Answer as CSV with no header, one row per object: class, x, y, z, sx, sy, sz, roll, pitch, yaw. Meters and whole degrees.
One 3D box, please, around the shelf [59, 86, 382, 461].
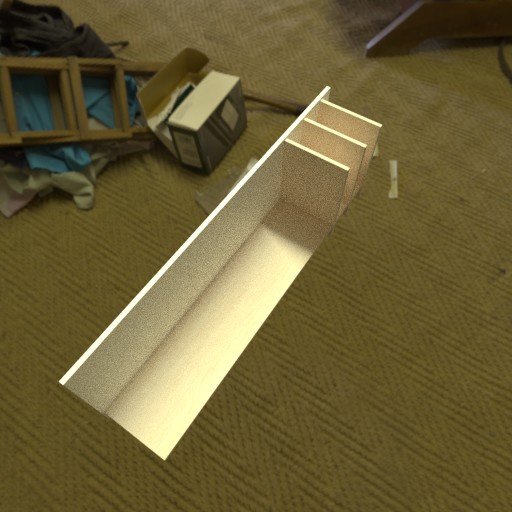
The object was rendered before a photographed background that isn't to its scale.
shelf,0.000,0.000,1.146,0.200,0.300,1.020,30,63,17
